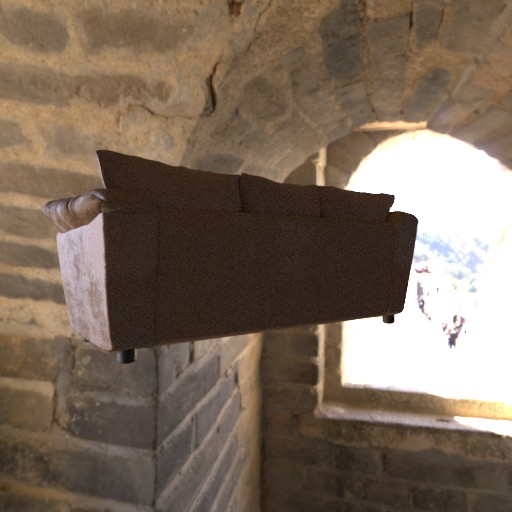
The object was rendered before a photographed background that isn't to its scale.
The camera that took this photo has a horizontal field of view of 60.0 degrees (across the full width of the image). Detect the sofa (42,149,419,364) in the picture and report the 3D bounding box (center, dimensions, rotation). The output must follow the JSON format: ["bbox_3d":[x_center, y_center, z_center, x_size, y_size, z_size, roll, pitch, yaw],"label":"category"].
[{"bbox_3d":[0.000,0.000,2.839,2.377,0.981,0.893,0,1,-36],"label":"sofa"}]
